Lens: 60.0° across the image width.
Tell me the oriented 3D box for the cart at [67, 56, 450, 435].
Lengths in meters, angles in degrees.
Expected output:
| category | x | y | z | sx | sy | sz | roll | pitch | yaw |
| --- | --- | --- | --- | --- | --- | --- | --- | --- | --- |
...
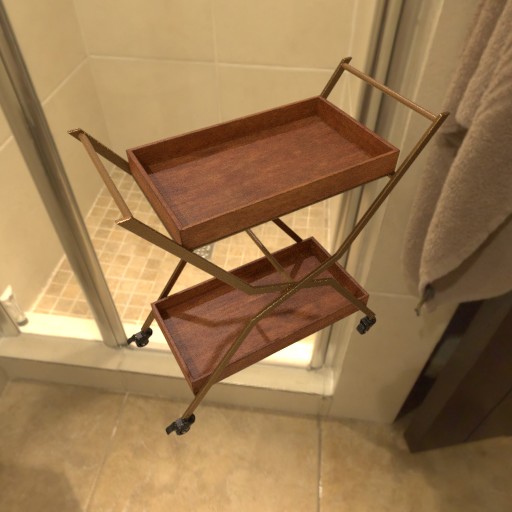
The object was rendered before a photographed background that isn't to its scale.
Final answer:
| category | x | y | z | sx | sy | sz | roll | pitch | yaw |
| --- | --- | --- | --- | --- | --- | --- | --- | --- | --- |
| cart | 0.000 | 0.000 | 1.317 | 0.836 | 0.869 | 0.405 | -22 | 50 | -20 |
